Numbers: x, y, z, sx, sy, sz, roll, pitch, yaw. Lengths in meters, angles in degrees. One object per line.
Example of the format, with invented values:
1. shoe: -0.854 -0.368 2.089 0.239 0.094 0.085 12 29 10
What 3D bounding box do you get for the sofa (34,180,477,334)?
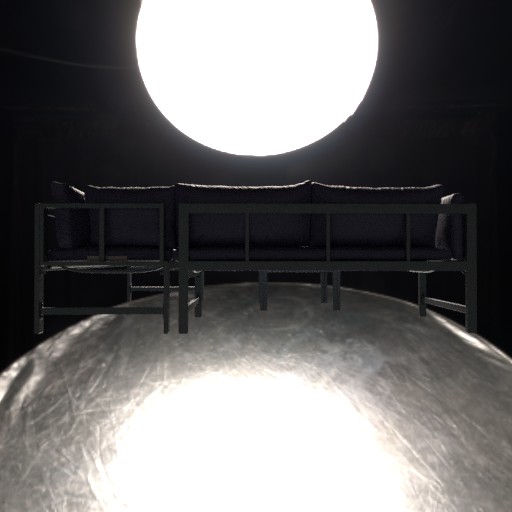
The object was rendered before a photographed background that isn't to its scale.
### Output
1. sofa: 0.000 0.000 2.970 2.149 0.762 1.658 0 0 -1
